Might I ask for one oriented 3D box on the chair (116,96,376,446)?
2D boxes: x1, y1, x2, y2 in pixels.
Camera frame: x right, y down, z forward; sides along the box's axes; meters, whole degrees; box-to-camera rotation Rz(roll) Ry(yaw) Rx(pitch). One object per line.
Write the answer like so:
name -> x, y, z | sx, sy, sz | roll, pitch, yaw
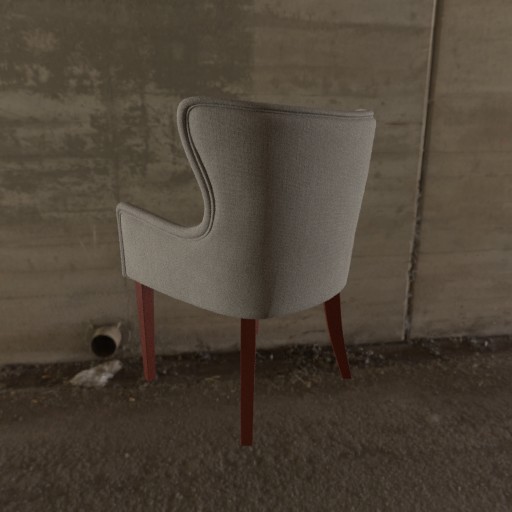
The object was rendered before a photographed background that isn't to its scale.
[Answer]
chair -> 0.000, 0.000, 1.471 | 0.732, 0.948, 0.677 | -15, 21, -43
